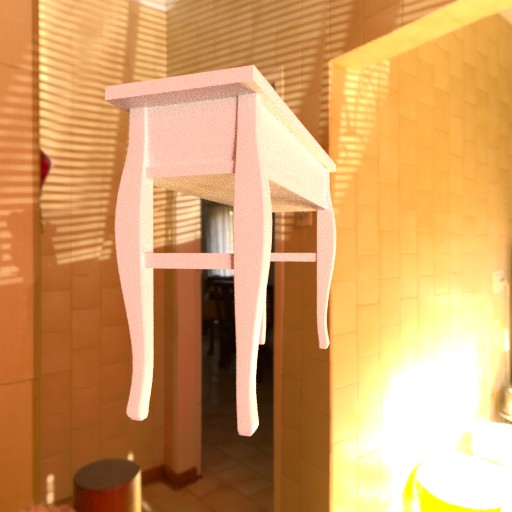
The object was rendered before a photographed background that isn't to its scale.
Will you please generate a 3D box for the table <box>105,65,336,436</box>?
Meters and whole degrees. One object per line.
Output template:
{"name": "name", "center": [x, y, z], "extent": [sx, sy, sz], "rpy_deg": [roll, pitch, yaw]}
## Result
{"name": "table", "center": [0.000, 0.000, 1.444], "extent": [0.373, 0.768, 1.062], "rpy_deg": [0, 0, 19]}
